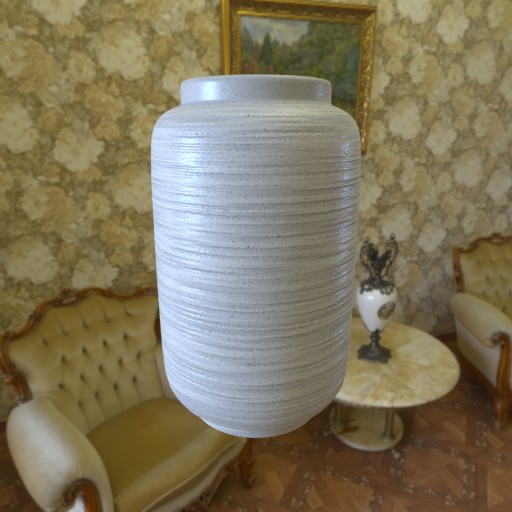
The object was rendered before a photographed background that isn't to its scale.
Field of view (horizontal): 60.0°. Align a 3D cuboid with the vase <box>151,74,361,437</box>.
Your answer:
[{"bbox_3d":[0.000,0.000,0.458,0.202,0.335,0.202,0,16,0],"label":"vase"}]
